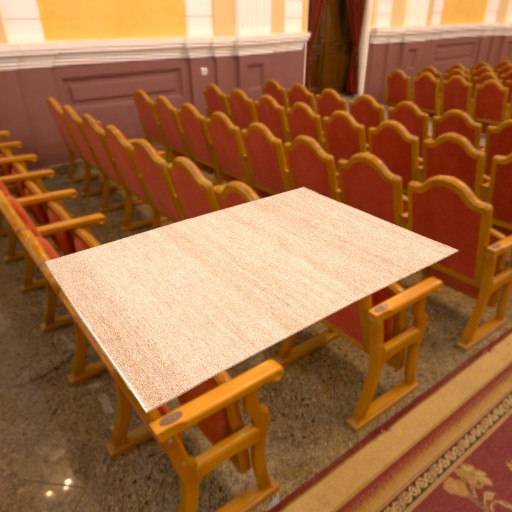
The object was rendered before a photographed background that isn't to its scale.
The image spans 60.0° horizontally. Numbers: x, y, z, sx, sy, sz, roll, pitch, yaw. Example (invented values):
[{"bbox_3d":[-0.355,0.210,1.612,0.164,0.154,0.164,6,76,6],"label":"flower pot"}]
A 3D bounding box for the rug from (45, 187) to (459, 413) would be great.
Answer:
[{"bbox_3d":[0.000,0.000,3.008,2.346,0.029,1.574,-20,35,-32],"label":"rug"}]
